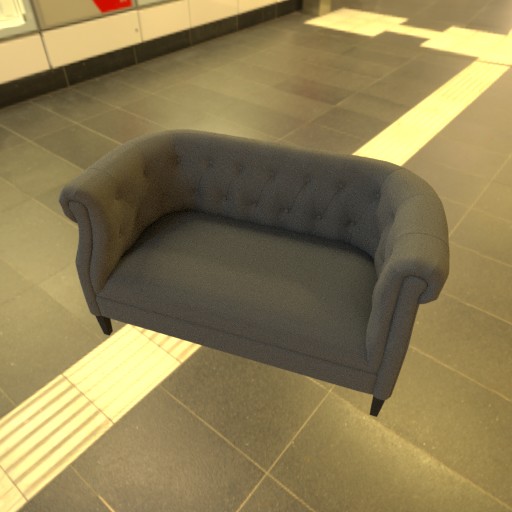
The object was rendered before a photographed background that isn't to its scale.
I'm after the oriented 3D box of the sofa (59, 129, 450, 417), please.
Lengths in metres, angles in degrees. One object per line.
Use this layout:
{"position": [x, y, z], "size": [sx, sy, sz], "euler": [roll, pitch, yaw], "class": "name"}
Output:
{"position": [0.000, 0.000, 2.084], "size": [1.558, 0.827, 0.835], "euler": [13, 43, 14], "class": "sofa"}
